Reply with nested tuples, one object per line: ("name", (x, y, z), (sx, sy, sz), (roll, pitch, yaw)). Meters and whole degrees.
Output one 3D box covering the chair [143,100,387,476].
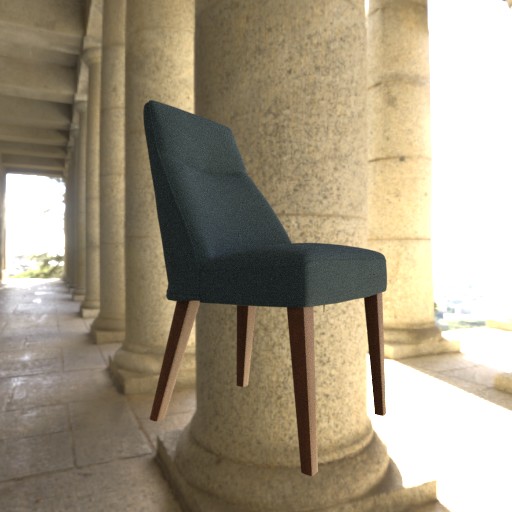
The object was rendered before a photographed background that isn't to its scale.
("chair", (0.000, 0.000, 1.295), (0.620, 0.930, 0.500), (0, 0, 36))
